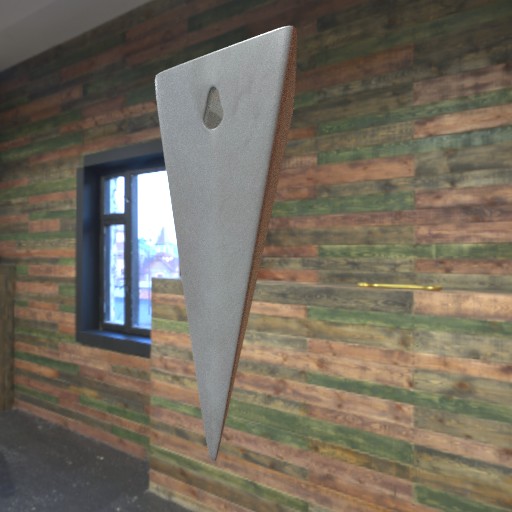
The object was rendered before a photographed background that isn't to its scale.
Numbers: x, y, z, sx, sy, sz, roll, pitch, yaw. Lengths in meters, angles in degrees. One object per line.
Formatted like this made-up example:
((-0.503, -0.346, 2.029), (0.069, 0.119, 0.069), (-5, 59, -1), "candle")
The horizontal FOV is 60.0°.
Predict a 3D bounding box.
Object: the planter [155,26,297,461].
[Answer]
((0.000, 0.000, 0.159), (0.058, 0.130, 0.047), (0, 0, 37), "planter")
